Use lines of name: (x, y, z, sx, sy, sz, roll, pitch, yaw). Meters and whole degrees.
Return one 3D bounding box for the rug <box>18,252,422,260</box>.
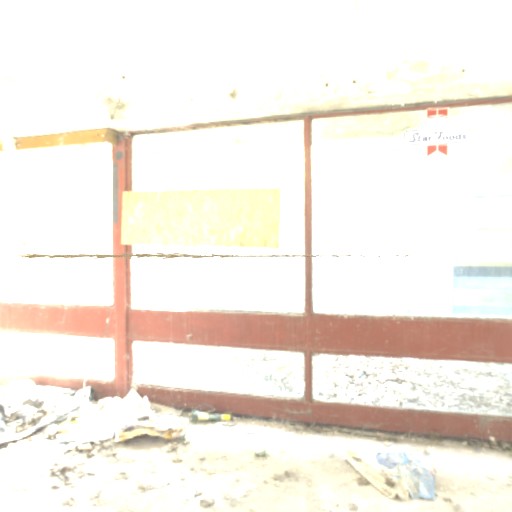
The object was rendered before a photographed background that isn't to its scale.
rug: (0.000, 0.000, 2.450, 1.224, 0.027, 2.021, 0, 0, 37)
